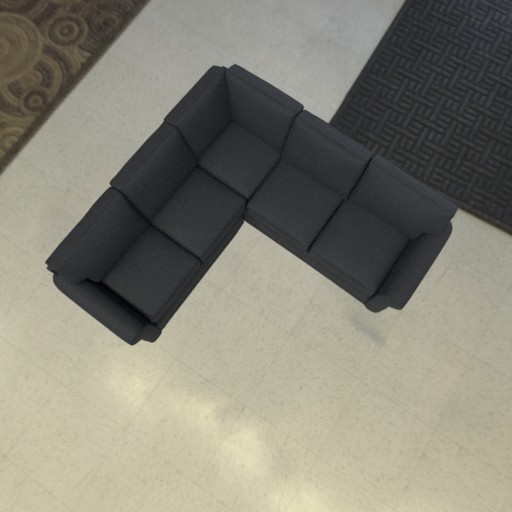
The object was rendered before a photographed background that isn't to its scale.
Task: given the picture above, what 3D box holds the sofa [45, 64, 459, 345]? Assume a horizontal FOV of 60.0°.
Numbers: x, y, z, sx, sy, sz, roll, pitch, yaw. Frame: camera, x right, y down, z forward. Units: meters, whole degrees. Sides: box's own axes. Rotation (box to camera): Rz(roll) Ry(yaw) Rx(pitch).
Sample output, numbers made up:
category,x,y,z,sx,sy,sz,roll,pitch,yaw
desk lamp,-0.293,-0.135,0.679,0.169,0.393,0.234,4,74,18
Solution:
category,x,y,z,sx,sy,sz,roll,pitch,yaw
sofa,0.000,0.000,3.915,2.562,1.042,2.487,35,78,9
